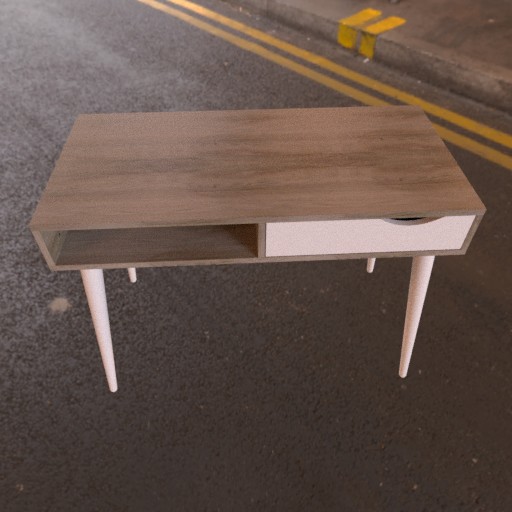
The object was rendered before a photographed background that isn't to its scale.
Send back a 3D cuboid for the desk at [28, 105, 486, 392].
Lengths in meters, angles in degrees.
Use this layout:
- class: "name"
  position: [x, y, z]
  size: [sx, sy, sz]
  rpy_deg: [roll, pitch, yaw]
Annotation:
- class: "desk"
  position: [0.000, 0.000, 1.368]
  size: [0.979, 0.723, 0.491]
  rpy_deg: [-2, 46, -2]
